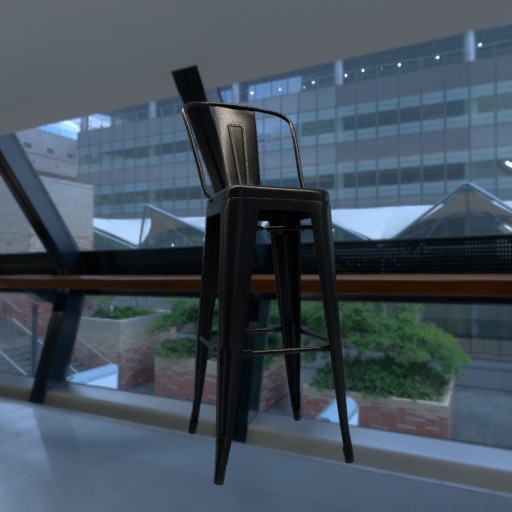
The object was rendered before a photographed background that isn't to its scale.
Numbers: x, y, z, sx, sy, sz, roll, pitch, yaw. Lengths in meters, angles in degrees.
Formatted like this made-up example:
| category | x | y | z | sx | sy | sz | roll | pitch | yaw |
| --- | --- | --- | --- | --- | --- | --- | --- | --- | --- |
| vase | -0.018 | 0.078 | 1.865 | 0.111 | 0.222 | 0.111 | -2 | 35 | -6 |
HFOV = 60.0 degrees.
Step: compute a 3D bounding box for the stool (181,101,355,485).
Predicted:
| category | x | y | z | sx | sy | sz | roll | pitch | yaw |
| --- | --- | --- | --- | --- | --- | --- | --- | --- | --- |
| stool | 0.000 | 0.000 | 1.349 | 0.399 | 1.096 | 0.513 | 0 | -1 | -19 |
